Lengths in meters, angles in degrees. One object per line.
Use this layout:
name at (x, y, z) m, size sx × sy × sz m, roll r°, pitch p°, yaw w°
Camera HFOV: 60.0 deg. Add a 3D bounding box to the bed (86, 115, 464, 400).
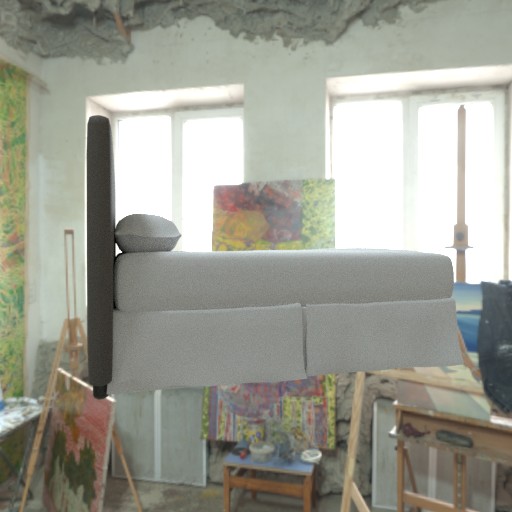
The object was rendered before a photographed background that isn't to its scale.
bed at (0.000, 0.000, 3.119) m, size 2.142 × 1.330 × 1.723 m, roll 0°, pitch 1°, yaw -17°
